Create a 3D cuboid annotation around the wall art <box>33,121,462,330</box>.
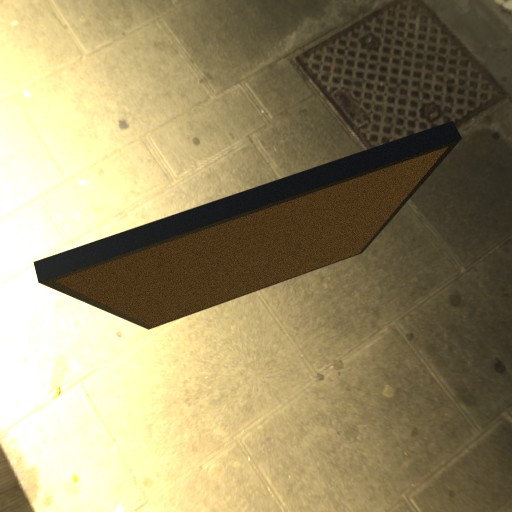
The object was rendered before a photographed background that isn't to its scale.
[{"bbox_3d":[0.000,0.000,1.122,0.763,0.763,0.038,-19,76,-5],"label":"wall art"}]
